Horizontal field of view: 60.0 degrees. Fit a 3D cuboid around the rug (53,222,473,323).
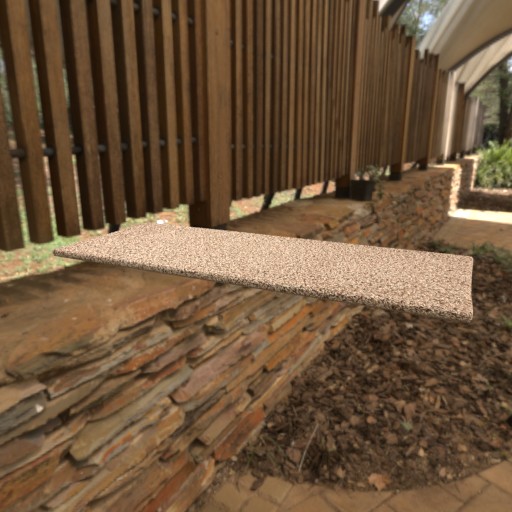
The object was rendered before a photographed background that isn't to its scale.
[{"bbox_3d":[0.000,0.000,1.721,1.524,0.030,0.609,7,17,24],"label":"rug"}]
